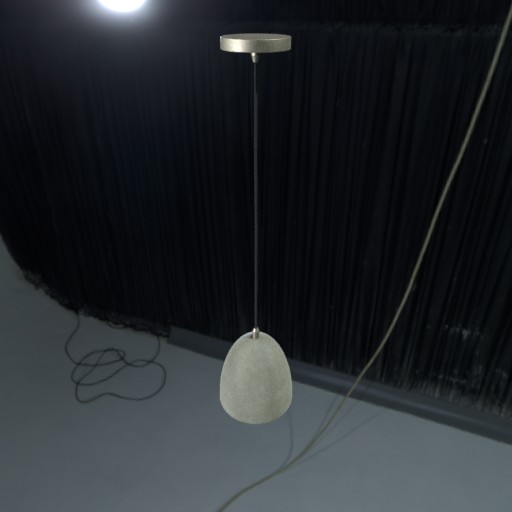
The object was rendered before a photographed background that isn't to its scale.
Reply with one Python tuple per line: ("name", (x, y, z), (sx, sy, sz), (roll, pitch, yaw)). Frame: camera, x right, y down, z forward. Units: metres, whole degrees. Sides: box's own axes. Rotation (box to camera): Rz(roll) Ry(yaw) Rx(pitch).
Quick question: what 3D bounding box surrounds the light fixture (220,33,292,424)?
("light fixture", (0.000, 0.000, 0.853), (0.170, 0.759, 0.170), (10, 32, 17))
